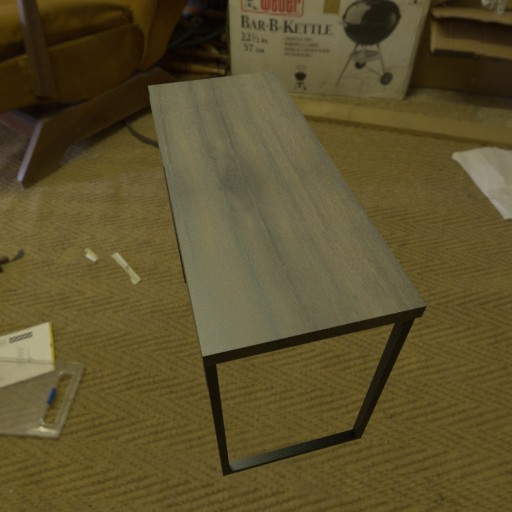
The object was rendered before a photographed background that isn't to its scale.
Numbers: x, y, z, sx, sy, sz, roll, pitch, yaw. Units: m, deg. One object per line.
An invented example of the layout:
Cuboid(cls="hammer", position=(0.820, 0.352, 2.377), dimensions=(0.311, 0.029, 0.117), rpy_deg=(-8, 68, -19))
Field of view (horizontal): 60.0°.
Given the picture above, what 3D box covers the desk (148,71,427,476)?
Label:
Cuboid(cls="desk", position=(0.000, 0.000, 1.534), dimensions=(0.511, 0.752, 1.134), rpy_deg=(-11, 48, -10))
